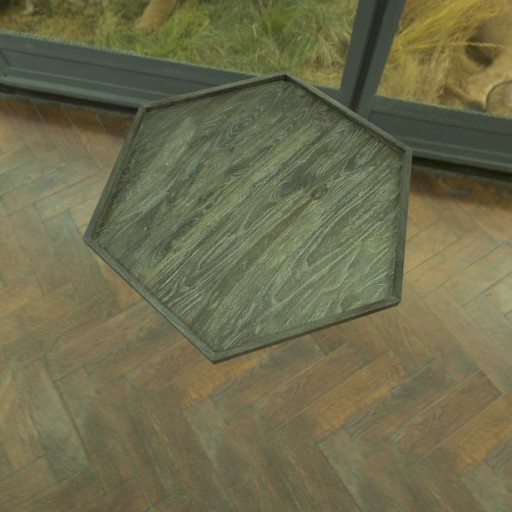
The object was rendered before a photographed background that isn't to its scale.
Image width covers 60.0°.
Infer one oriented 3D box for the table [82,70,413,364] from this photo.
[{"bbox_3d":[0.000,0.000,1.139,0.683,0.586,0.592,-16,65,-8],"label":"table"}]
